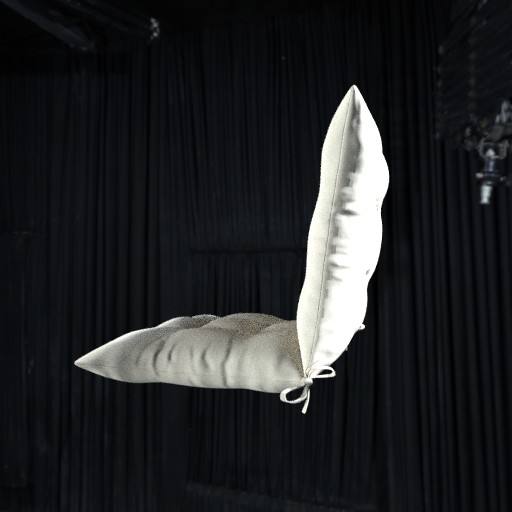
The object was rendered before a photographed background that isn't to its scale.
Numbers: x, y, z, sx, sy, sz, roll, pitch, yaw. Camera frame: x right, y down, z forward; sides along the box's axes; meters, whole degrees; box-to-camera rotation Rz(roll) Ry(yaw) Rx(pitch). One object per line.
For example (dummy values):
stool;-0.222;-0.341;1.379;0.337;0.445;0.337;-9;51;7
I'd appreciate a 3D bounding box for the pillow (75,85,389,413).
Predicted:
pillow;0.000;0.000;1.017;0.585;0.536;0.541;0;-1;18
